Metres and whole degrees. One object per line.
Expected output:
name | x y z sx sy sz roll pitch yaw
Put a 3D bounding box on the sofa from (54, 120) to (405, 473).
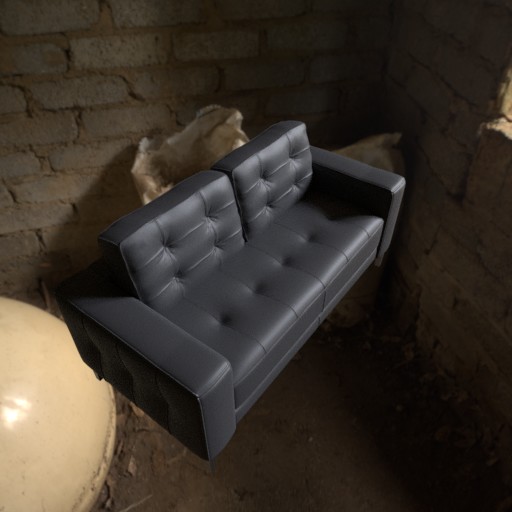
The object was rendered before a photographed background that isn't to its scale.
sofa | 0.000 0.000 2.245 0.833 0.893 1.726 27 48 27
